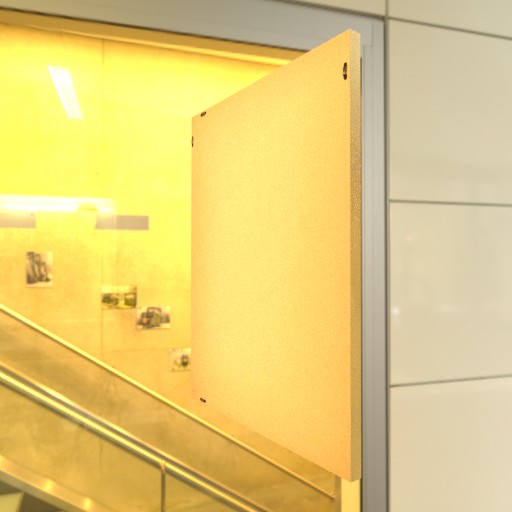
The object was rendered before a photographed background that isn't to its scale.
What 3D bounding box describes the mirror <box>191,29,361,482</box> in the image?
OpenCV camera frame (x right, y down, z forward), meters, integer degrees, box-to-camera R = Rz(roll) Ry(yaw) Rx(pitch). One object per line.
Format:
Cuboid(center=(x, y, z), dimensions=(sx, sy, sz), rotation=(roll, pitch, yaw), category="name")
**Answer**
Cuboid(center=(0.000, 0.000, 1.309), dimensions=(0.040, 1.016, 0.762), rotation=(0, -1, -36), category="mirror")
